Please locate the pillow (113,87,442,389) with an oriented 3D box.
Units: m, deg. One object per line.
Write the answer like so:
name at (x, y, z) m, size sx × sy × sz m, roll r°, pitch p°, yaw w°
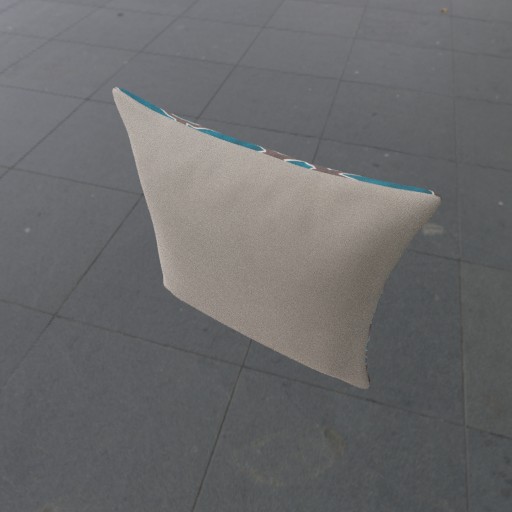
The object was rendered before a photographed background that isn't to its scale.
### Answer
pillow at (0.000, 0.000, 0.801) m, size 0.526 × 0.507 × 0.166 m, roll 24°, pitch 52°, yaw 21°
